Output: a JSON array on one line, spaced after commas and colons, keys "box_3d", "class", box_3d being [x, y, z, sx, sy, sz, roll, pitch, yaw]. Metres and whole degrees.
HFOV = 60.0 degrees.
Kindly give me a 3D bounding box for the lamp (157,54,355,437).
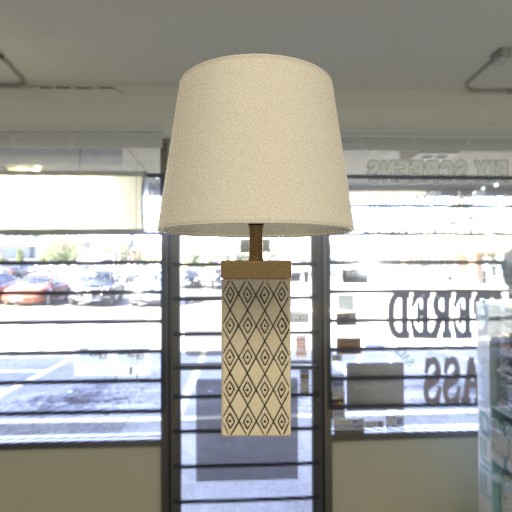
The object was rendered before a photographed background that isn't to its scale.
[{"box_3d": [0.000, 0.000, 0.575, 0.251, 0.435, 0.251, 0, -1, 0], "class": "lamp"}]
